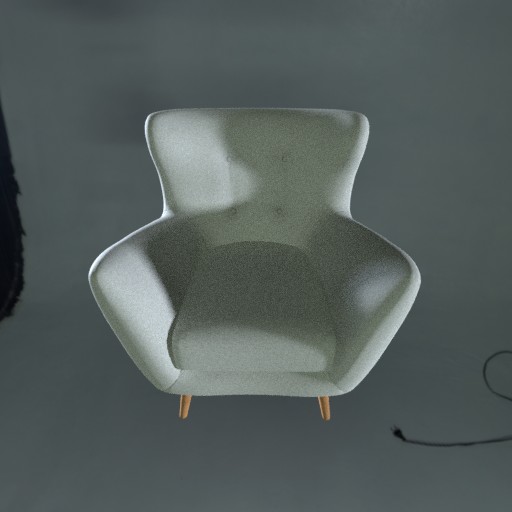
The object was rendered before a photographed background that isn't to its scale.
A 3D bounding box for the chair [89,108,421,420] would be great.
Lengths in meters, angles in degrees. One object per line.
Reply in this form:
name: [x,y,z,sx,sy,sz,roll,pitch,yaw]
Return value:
chair: [0.000,0.000,1.582,0.890,0.889,0.889,0,31,1]
